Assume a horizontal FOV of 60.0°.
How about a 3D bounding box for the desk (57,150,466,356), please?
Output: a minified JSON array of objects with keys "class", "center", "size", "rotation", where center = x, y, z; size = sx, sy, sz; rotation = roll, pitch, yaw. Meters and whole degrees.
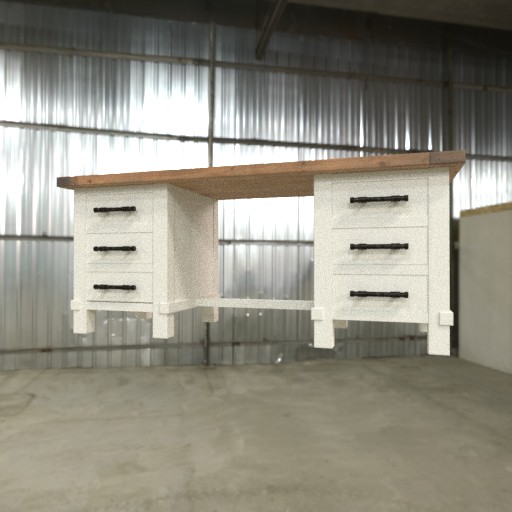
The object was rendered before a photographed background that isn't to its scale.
[{"class":"desk","center":[0.000,0.000,2.199],"size":[1.803,0.760,0.688],"rotation":[0,0,17]}]
